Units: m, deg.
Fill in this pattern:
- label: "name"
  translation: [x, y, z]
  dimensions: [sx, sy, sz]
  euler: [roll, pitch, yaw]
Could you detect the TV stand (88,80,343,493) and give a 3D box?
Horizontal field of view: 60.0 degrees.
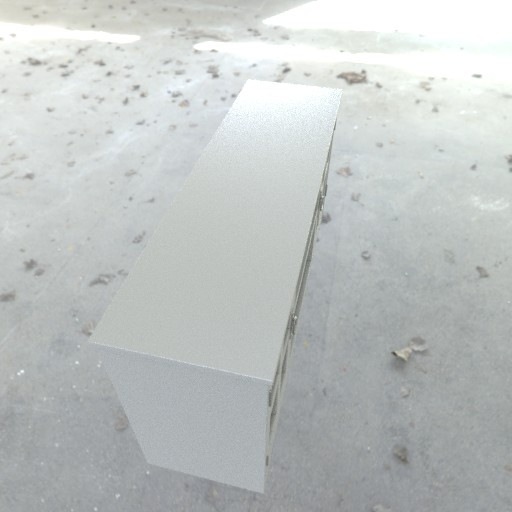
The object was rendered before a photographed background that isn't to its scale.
- label: "TV stand"
  translation: [0.000, 0.000, 1.388]
  dimensions: [0.344, 0.603, 1.167]
  euler: [10, 45, 10]
